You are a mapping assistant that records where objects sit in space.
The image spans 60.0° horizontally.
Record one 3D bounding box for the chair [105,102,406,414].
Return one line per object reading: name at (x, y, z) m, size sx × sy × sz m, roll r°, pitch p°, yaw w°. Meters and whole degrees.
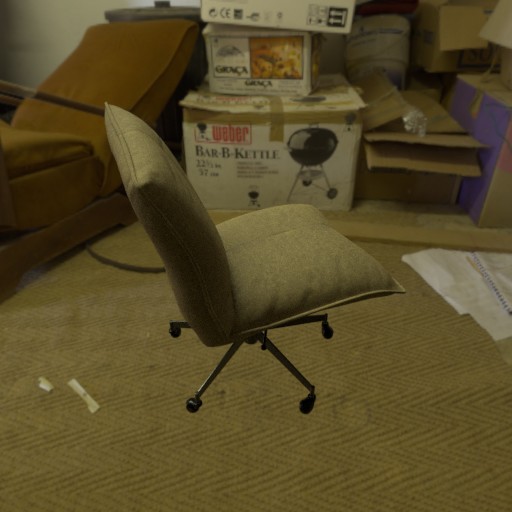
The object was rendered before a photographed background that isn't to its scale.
chair at (0.000, 0.000, 1.304) m, size 0.696 × 0.811 × 0.597 m, roll -12°, pitch 34°, yaw -17°
